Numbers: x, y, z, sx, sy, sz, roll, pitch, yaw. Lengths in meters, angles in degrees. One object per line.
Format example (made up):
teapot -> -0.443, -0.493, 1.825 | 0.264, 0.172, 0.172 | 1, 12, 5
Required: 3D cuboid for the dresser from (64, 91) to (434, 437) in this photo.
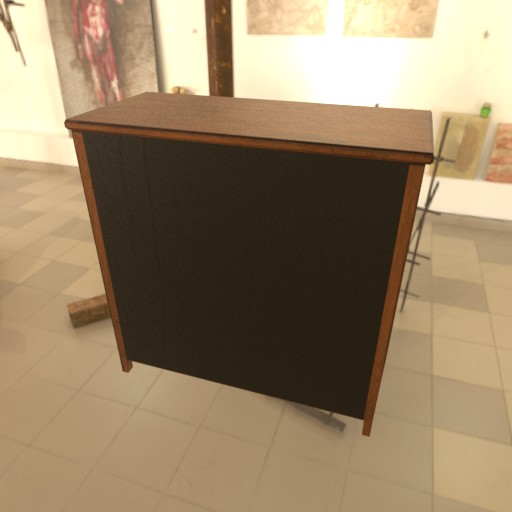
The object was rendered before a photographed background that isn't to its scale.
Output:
dresser -> 0.000, 0.000, 1.959 | 1.250, 1.224, 0.591 | 10, 32, 16
